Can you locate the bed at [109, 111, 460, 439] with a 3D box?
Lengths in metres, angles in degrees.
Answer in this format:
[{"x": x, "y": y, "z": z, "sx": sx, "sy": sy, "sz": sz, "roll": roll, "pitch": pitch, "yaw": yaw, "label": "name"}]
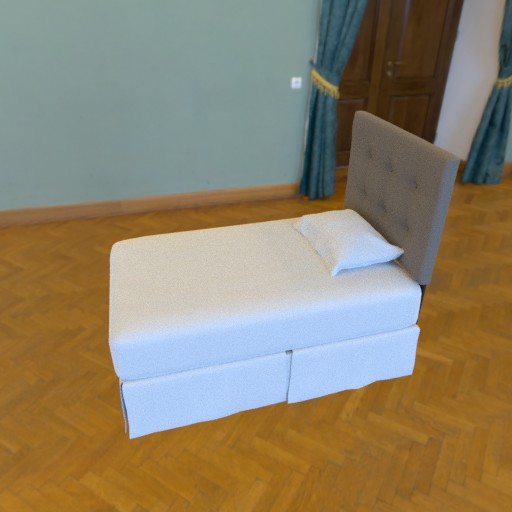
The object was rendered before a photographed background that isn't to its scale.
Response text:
[{"x": 0.000, "y": 0.000, "z": 3.007, "sx": 1.997, "sy": 1.571, "sz": 1.261, "roll": -8, "pitch": 32, "yaw": -13, "label": "bed"}]
